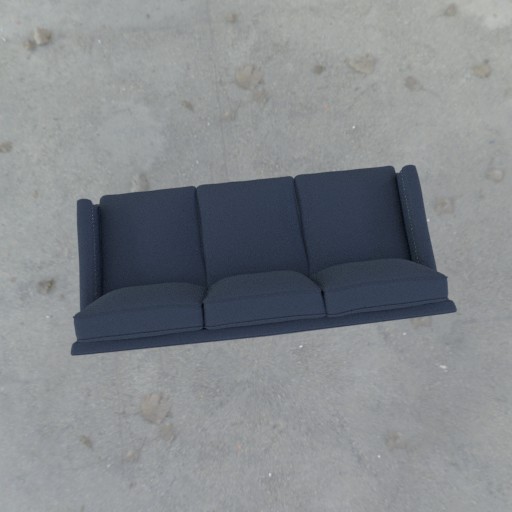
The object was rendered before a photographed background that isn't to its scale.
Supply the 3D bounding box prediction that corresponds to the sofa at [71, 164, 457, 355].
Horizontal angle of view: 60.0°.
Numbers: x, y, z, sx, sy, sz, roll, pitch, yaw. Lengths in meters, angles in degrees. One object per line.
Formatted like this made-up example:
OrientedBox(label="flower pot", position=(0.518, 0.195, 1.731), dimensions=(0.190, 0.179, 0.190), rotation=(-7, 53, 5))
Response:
OrientedBox(label="sofa", position=(0.000, 0.000, 2.913), dimensions=(2.246, 1.003, 1.084), rotation=(-6, 77, -1))
